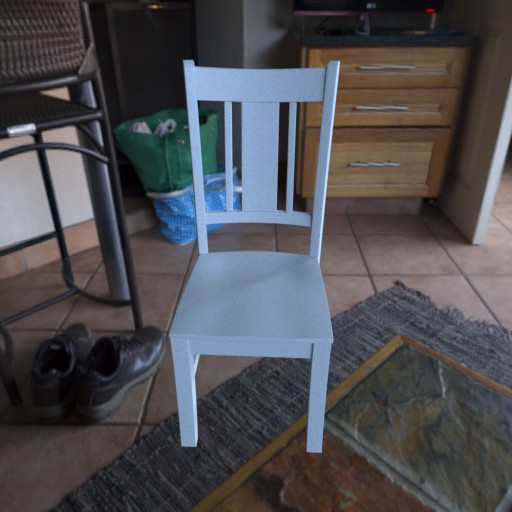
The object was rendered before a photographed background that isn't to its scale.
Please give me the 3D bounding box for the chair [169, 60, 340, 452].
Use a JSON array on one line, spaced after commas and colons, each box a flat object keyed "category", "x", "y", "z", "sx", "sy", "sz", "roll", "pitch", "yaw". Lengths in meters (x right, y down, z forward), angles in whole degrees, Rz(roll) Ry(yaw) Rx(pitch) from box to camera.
[{"category": "chair", "x": 0.000, "y": 0.000, "z": 1.288, "sx": 0.450, "sy": 0.998, "sz": 0.555, "roll": 1, "pitch": 29, "yaw": 3}]
